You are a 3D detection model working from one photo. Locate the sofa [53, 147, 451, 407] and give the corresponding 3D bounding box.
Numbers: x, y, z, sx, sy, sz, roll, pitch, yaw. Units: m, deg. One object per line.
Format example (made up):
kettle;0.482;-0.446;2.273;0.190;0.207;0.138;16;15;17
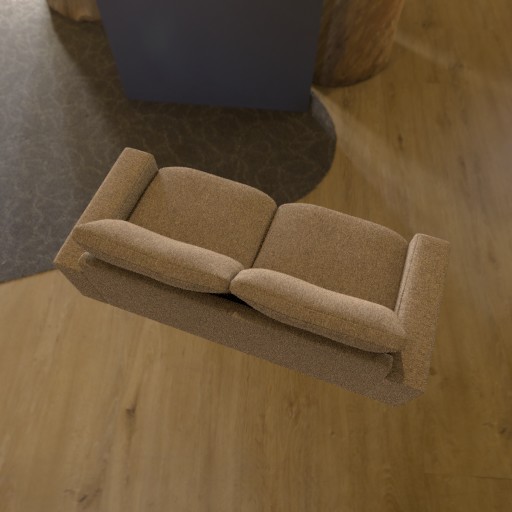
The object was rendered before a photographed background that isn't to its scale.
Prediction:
sofa;0.000;0.000;2.858;2.299;0.922;1.040;18;64;9
